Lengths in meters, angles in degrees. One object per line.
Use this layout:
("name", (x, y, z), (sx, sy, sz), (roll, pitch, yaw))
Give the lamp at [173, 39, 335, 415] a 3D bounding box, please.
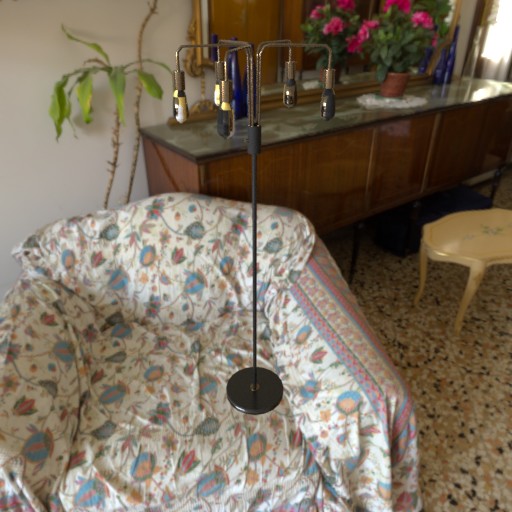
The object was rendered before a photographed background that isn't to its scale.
("lamp", (0.000, 0.000, 1.983), (0.572, 1.721, 0.599), (9, 31, 15))
